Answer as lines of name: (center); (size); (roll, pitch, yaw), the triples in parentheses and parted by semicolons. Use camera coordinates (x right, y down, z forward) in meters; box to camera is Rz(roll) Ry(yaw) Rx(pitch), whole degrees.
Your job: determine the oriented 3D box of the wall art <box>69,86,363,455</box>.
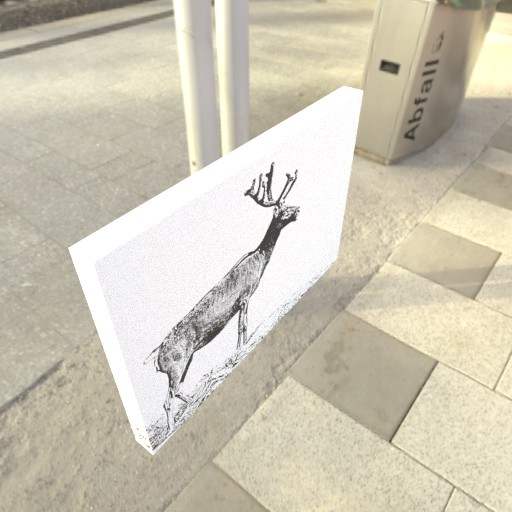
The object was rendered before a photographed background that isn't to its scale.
wall art: (0.000, 0.000, 0.780); (0.042, 0.414, 0.608); (26, 47, 27)
